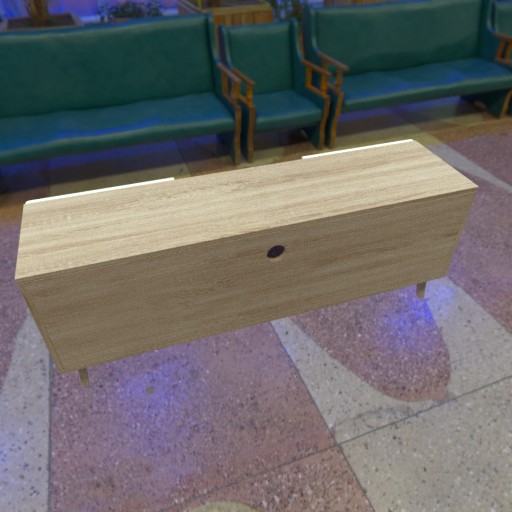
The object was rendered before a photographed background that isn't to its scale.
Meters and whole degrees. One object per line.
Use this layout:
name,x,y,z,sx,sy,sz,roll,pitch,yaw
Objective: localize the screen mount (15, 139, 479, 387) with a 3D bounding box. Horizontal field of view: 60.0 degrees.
screen mount,0.000,0.000,1.700,1.500,0.570,0.420,-12,42,-14
